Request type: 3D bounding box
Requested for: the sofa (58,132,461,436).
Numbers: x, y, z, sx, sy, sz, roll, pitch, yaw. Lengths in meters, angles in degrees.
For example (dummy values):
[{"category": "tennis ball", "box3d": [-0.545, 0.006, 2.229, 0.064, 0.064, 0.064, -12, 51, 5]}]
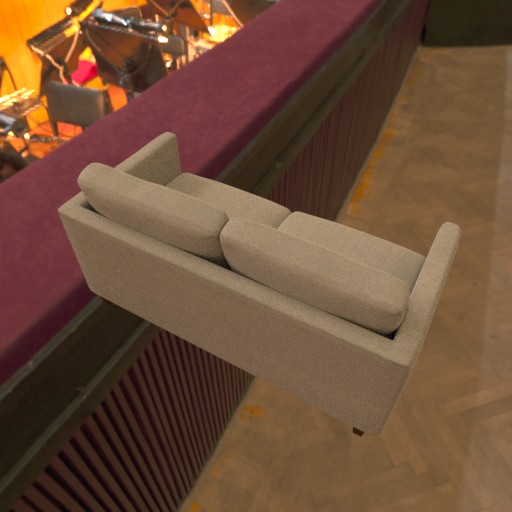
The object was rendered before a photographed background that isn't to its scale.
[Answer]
[{"category": "sofa", "box3d": [0.000, 0.000, 2.441, 1.884, 0.963, 0.950, 22, 49, 20]}]
